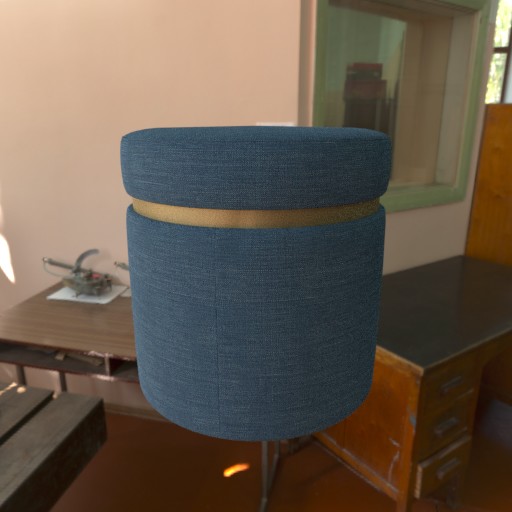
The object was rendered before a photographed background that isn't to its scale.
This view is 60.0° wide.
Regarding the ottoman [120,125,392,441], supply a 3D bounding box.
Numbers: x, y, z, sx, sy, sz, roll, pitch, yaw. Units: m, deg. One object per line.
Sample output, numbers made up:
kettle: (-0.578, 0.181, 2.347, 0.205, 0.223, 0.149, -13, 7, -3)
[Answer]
ottoman: (0.000, 0.000, 0.719, 0.398, 0.406, 0.398, 0, 16, 0)
